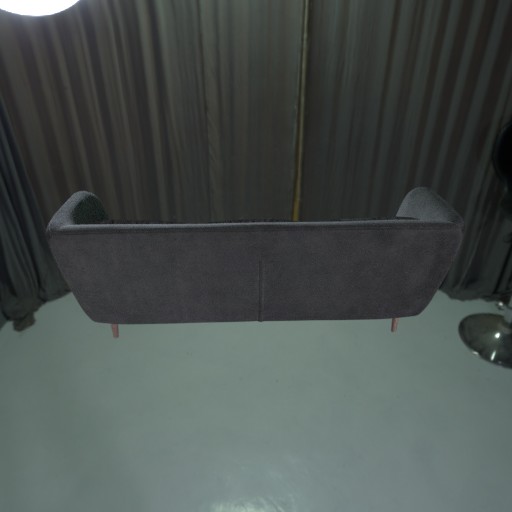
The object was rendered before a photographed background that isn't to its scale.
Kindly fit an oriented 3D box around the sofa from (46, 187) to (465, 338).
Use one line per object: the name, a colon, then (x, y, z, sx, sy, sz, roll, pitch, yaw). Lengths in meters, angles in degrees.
sofa: (0.000, 0.000, 2.756, 2.296, 0.875, 0.956, -1, 32, -2)
